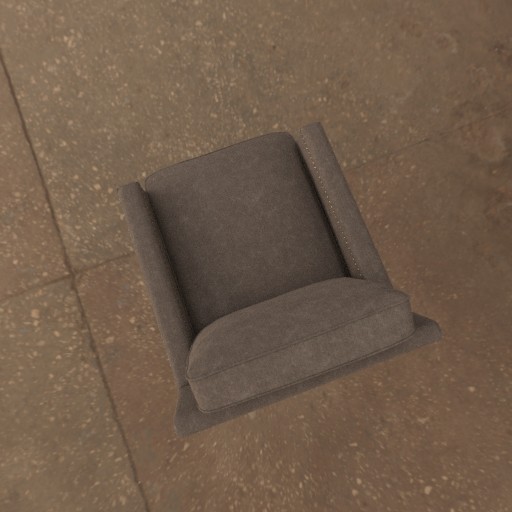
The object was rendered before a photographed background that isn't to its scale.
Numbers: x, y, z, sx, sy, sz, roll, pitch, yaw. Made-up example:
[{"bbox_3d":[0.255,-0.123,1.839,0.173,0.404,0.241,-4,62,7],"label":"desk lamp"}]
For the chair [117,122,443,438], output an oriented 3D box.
[{"bbox_3d":[0.000,0.000,1.729,0.853,0.948,1.014,-19,77,-5],"label":"chair"}]
